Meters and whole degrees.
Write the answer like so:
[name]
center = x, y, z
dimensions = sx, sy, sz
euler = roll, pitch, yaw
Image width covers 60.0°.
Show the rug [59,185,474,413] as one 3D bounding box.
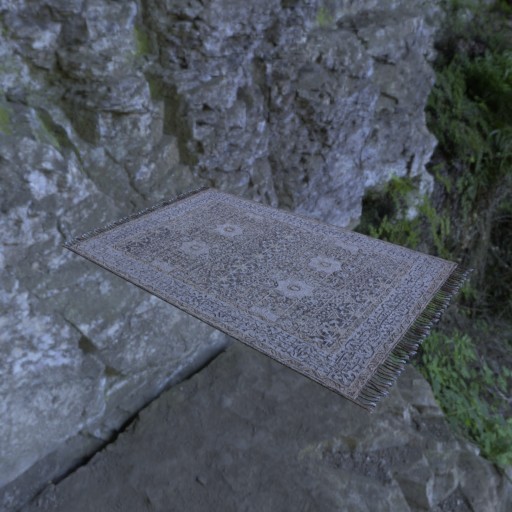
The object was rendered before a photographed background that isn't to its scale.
[rug]
center = 0.000, 0.000, 2.517
dimensions = 2.029, 0.010, 1.237
euler = 21, 36, 32
